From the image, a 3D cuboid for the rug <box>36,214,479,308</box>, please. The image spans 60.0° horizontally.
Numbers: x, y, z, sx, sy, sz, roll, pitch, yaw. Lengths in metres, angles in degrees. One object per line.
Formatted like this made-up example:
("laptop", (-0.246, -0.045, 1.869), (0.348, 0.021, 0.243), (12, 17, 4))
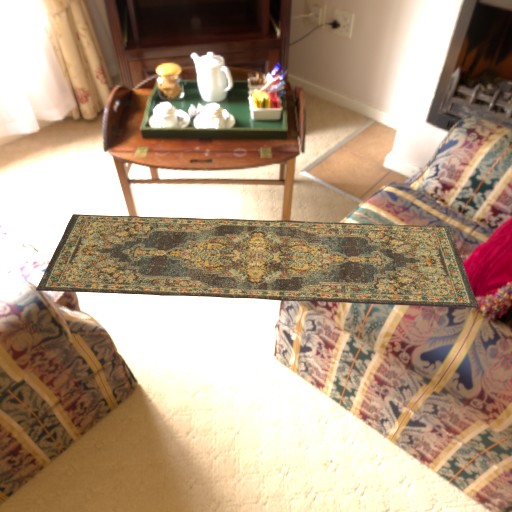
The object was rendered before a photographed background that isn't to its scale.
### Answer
("rug", (0.000, 0.000, 2.475), (2.283, 0.016, 0.602), (2, 47, 2))
